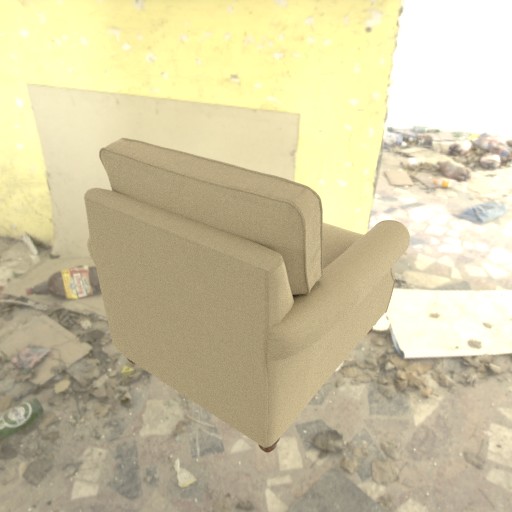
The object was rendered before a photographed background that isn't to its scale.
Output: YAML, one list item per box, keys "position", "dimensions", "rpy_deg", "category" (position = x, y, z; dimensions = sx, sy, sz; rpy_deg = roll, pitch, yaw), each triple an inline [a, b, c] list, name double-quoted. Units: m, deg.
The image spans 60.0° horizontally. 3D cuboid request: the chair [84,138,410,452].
- position: [0.000, 0.000, 1.809]
  dimensions: [1.029, 0.967, 0.966]
  rpy_deg: [21, 36, 32]
  category: "chair"
